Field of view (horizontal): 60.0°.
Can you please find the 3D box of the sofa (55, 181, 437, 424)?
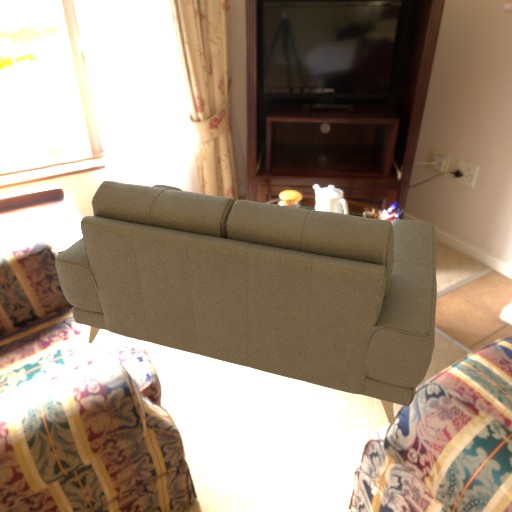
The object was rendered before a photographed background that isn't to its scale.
[{"bbox_3d":[0.000,0.000,2.358,1.806,0.907,1.018,10,33,16],"label":"sofa"}]
